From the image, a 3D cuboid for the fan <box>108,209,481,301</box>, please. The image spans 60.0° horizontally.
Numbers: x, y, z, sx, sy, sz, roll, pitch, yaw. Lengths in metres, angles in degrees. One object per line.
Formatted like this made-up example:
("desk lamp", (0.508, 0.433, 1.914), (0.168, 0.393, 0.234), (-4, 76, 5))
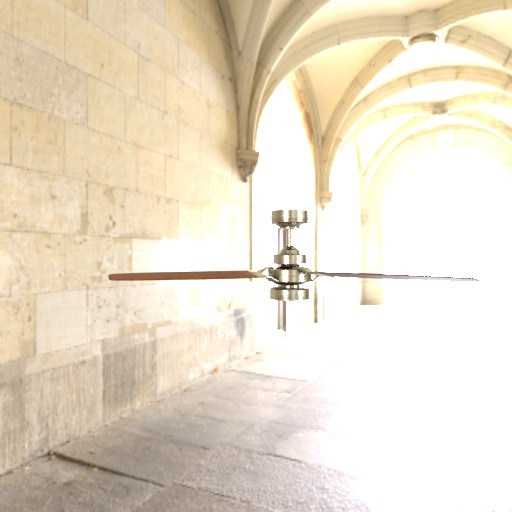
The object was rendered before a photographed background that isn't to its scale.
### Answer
("fan", (0.000, 0.000, 2.013), (1.271, 0.410, 1.416), (0, 0, -19))
